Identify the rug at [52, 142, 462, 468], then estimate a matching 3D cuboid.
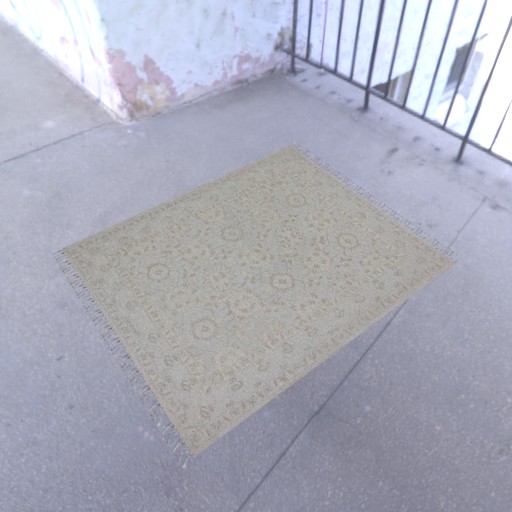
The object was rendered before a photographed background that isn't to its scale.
[{"bbox_3d":[0.000,0.000,4.164,3.043,0.013,2.444,-29,54,-24],"label":"rug"}]
